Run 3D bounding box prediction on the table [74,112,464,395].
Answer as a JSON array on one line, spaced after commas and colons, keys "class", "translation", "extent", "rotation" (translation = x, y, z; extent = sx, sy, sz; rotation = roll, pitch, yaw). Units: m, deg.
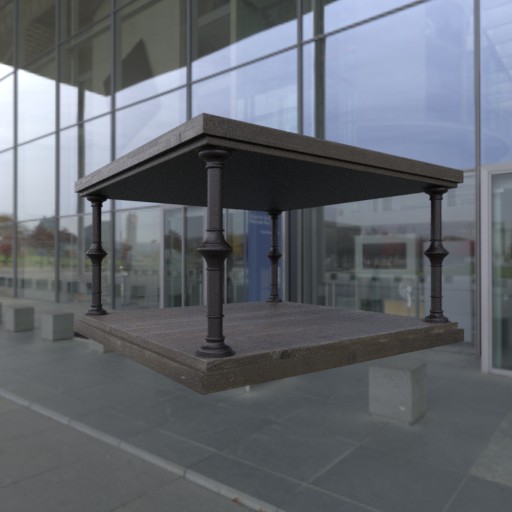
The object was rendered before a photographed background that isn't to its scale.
[{"class": "table", "translation": [0.000, 0.000, 1.113], "extent": [0.696, 0.400, 0.696], "rotation": [0, -1, -36]}]
